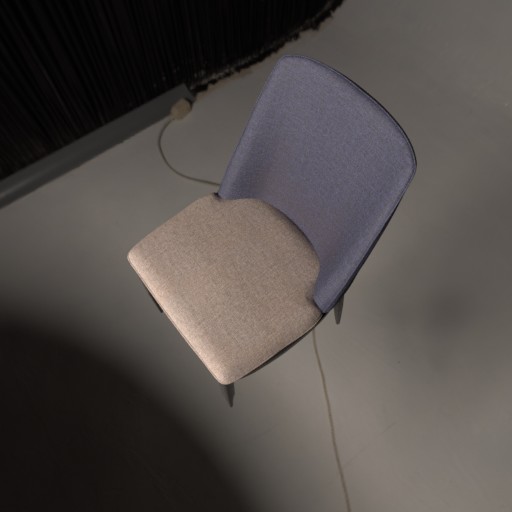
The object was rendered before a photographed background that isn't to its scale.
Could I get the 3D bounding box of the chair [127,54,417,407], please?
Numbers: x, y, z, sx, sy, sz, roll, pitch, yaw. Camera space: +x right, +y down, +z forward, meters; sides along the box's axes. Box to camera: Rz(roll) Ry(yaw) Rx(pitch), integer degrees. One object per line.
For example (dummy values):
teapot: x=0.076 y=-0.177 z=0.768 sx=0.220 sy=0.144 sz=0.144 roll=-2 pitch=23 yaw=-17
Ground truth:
chair: x=0.000 y=0.000 z=1.174 sx=0.551 sy=0.839 sz=0.480 roll=-35 pitch=69 yaw=-16
